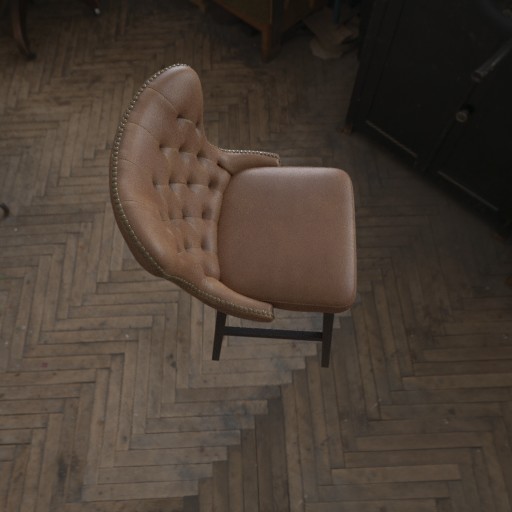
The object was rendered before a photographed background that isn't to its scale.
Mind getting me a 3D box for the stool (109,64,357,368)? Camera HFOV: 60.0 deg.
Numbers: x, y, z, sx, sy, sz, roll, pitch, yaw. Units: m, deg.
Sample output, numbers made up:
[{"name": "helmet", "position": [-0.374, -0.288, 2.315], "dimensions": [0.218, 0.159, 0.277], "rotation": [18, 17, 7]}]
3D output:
[{"name": "stool", "position": [0.000, 0.000, 1.372], "dimensions": [0.601, 1.050, 0.528], "rotation": [3, 65, 2]}]
